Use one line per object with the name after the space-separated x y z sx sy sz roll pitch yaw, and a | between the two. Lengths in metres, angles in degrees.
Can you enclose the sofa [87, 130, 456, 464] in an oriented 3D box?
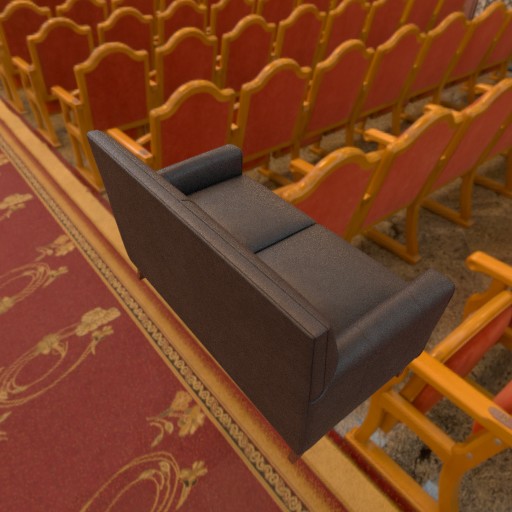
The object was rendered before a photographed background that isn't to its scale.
0.000 0.000 1.992 0.787 0.871 1.473 -27 47 -28 | sofa
